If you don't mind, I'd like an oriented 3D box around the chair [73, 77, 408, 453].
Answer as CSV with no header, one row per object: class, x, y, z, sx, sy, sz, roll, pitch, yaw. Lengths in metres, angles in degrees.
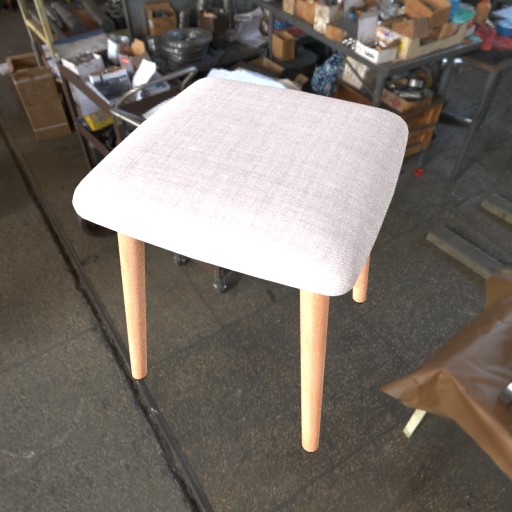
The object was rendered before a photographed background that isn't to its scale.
chair,0.000,0.000,0.694,0.350,0.440,0.350,17,49,16
